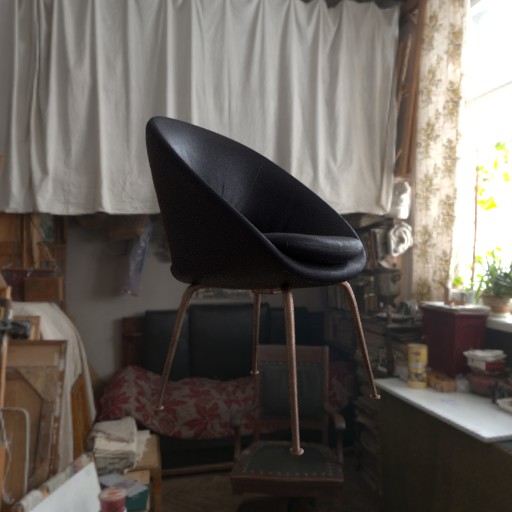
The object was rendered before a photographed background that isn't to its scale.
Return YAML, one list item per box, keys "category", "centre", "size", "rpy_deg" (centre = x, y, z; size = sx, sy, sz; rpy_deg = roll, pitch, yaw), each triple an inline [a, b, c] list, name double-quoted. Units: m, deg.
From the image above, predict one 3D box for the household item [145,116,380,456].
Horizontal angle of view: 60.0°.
- category: "household item"
  centre: [0.000, 0.000, 1.286]
  size: [0.573, 0.852, 0.623]
  rpy_deg: [0, 1, 37]
